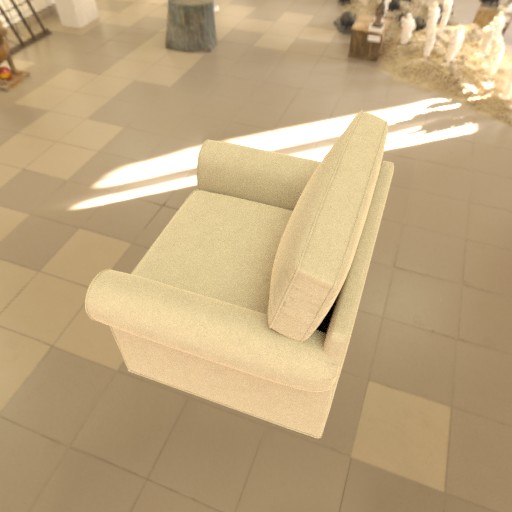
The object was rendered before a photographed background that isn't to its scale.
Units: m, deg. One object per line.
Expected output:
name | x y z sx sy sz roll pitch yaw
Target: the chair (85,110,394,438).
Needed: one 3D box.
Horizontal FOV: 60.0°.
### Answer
chair | 0.000 0.000 1.769 0.863 0.955 1.040 15 49 14
